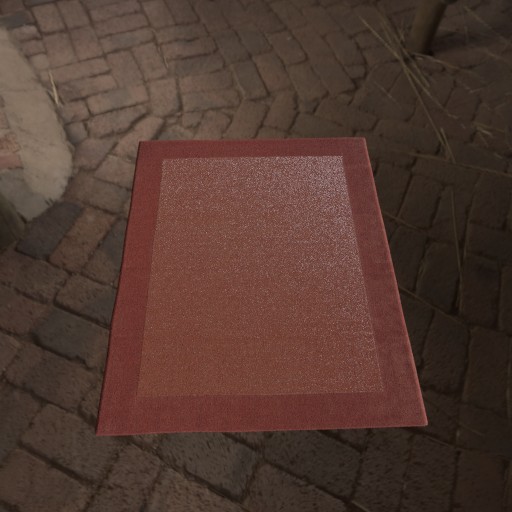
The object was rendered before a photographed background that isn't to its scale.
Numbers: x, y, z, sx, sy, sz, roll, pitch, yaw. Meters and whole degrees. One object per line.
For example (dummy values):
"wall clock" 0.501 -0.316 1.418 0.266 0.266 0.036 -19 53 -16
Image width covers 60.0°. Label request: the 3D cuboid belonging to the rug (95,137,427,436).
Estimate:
"rug" 0.000 0.000 3.986 2.430 0.018 2.976 -1 58 -1
